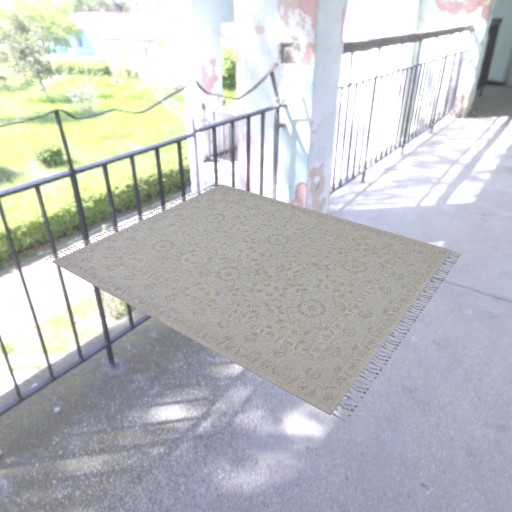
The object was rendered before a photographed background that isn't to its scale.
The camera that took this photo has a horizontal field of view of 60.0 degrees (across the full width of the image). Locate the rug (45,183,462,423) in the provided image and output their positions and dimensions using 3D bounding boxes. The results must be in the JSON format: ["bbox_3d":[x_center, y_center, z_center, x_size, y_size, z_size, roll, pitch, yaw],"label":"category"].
[{"bbox_3d":[0.000,0.000,4.108,3.043,0.013,2.444,21,36,31],"label":"rug"}]
